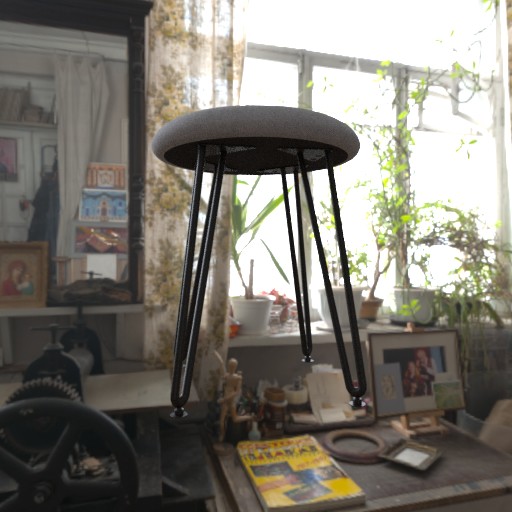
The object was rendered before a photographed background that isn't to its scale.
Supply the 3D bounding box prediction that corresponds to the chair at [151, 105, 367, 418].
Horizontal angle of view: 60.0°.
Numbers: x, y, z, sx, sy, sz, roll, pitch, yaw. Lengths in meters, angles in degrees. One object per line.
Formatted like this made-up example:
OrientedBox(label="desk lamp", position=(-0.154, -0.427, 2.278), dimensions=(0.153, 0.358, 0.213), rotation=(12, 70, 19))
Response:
OrientedBox(label="chair", position=(0.000, 0.000, 0.672), dimensions=(0.350, 0.386, 0.350), rotation=(1, 1, 35))
